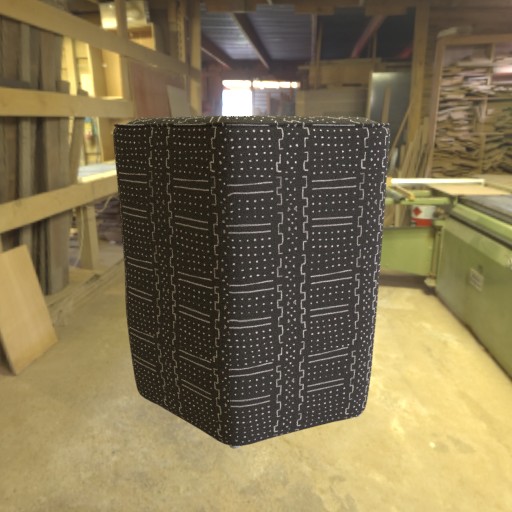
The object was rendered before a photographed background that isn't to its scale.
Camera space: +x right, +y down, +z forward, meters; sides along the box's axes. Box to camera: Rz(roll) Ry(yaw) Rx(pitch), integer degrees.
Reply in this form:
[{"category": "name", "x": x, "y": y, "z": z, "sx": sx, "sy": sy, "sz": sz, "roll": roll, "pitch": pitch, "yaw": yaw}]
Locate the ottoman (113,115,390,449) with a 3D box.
[{"category": "ottoman", "x": 0.000, "y": 0.000, "z": 0.851, "sx": 0.443, "sy": 0.502, "sz": 0.494, "roll": 2, "pitch": 16, "yaw": 9}]
